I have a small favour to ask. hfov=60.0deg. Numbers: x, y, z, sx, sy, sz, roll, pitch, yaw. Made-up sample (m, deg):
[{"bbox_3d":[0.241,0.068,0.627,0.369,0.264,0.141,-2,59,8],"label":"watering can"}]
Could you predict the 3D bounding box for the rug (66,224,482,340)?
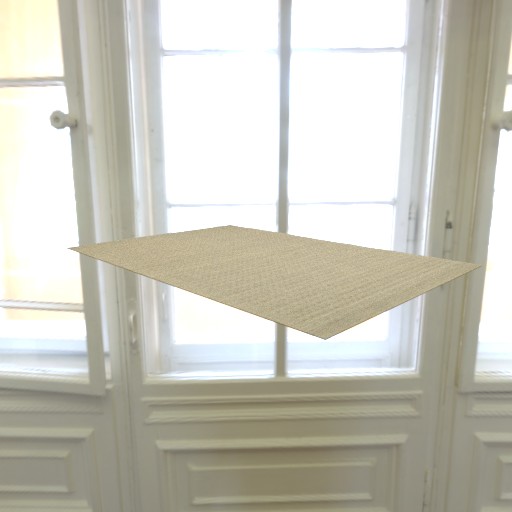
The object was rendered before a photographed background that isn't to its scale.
[{"bbox_3d":[0.000,0.000,3.696,1.981,0.006,2.895,-12,18,-43],"label":"rug"}]
